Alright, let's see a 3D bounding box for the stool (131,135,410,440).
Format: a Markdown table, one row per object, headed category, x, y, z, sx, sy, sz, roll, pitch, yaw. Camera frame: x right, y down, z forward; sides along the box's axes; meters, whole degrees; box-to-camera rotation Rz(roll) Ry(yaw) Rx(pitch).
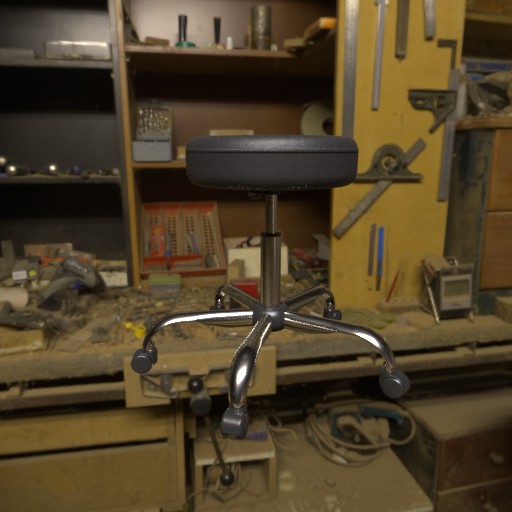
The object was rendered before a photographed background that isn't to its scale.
| category | x | y | z | sx | sy | sz | roll | pitch | yaw |
| --- | --- | --- | --- | --- | --- | --- | --- | --- | --- |
| stool | 0.000 | 0.000 | 1.110 | 0.638 | 0.576 | 0.673 | -2 | 14 | -9 |
